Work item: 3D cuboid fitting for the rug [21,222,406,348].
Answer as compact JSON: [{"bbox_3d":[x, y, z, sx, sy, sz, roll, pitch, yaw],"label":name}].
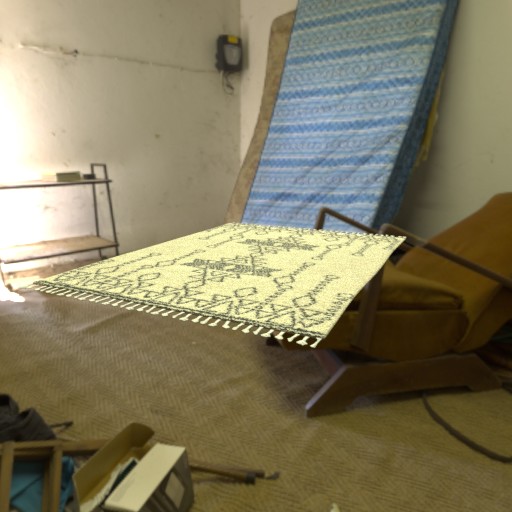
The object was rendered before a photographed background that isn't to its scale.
[{"bbox_3d":[0.000,0.000,3.865,2.125,0.028,3.027,7,15,25],"label":"rug"}]
